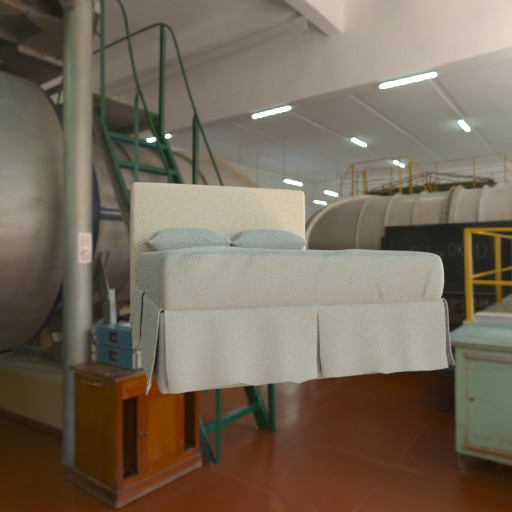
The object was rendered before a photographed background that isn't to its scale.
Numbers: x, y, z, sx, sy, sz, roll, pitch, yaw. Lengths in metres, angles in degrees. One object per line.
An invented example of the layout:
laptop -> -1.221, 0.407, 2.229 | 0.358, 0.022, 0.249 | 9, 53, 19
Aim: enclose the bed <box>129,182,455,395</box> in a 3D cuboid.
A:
bed -> 0.000, 0.000, 3.265 | 1.748, 1.330, 2.142 | 0, 0, -19
